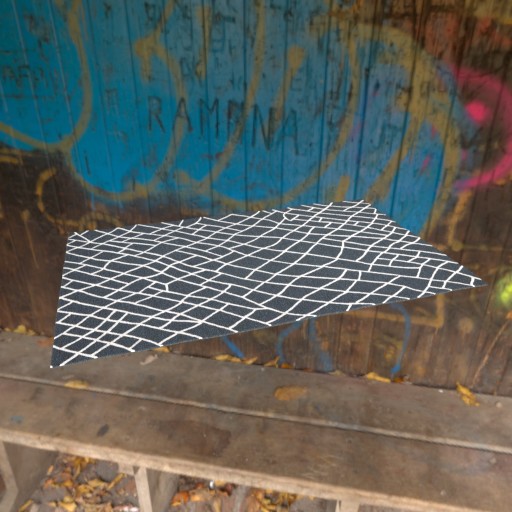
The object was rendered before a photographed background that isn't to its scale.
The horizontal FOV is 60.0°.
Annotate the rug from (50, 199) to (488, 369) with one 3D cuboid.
[{"bbox_3d":[0.000,0.000,2.980,2.448,0.017,1.529,-8,29,-15],"label":"rug"}]
